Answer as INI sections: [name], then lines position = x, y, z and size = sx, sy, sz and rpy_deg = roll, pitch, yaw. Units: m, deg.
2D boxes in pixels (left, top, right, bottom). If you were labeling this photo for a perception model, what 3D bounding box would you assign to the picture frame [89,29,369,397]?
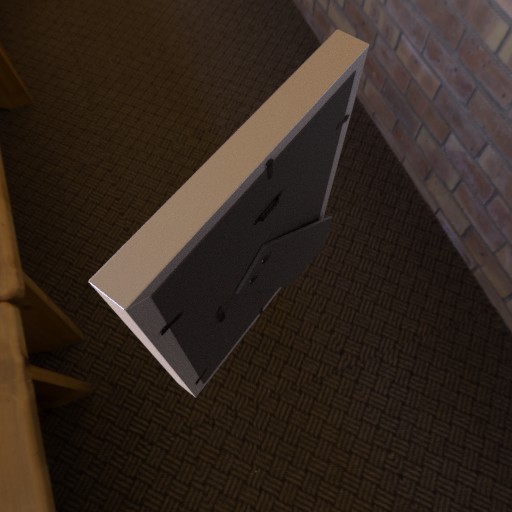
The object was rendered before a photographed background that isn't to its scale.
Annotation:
[picture frame]
position = 0.000, 0.000, 0.384
size = 0.036, 0.282, 0.233
rpy_deg = 34, 69, 15
